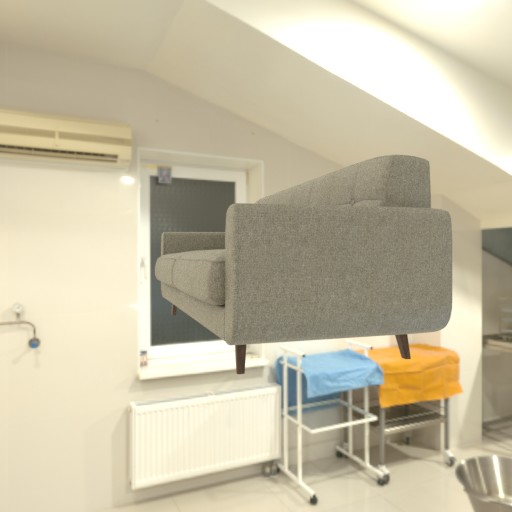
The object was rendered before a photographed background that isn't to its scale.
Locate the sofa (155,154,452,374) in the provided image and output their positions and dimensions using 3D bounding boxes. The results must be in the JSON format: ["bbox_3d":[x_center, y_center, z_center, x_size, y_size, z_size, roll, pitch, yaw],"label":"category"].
[{"bbox_3d":[0.000,0.000,2.575,0.968,0.873,2.055,0,0,-19],"label":"sofa"}]
